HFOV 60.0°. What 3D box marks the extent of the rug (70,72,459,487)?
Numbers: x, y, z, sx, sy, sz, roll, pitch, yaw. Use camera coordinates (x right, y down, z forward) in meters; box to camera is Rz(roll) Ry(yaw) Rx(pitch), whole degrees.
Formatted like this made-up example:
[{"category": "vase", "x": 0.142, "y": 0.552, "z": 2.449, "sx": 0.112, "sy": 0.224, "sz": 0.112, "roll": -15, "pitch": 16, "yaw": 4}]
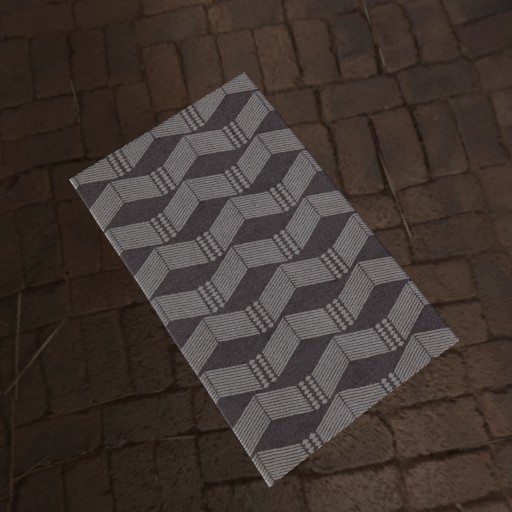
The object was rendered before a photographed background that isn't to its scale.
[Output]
[{"category": "rug", "x": 0.000, "y": 0.000, "z": 3.007, "sx": 1.517, "sy": 0.011, "sz": 2.435, "roll": -34, "pitch": 79, "yaw": -8}]
